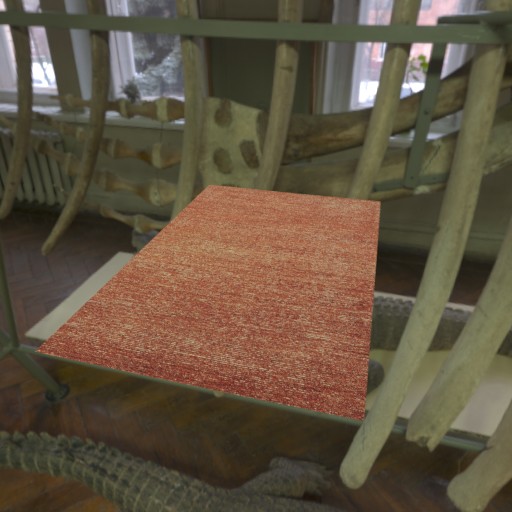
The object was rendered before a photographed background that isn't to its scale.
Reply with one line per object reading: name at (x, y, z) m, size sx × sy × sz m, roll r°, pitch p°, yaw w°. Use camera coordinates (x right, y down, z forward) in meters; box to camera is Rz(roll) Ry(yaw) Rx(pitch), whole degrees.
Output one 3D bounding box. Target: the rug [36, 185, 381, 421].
rug at (0.000, 0.000, 2.169) m, size 1.139 × 0.011 × 1.747 m, roll 8°, pitch 30°, yaw 13°
